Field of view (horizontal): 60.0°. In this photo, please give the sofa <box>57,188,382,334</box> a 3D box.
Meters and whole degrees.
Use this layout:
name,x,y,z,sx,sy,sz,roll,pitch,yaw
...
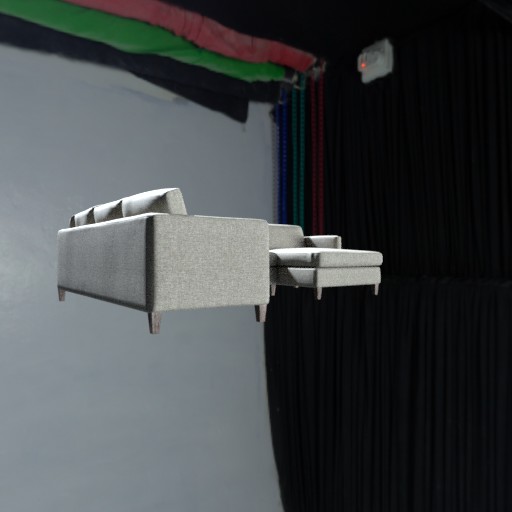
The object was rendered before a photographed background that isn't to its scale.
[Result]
name,x,y,z,sx,sy,sz,roll,pitch,yaw
sofa,0.000,0.000,4.728,3.460,0.959,2.593,0,0,-36
